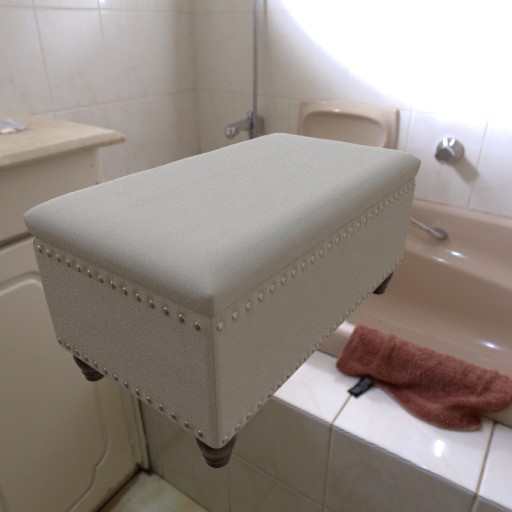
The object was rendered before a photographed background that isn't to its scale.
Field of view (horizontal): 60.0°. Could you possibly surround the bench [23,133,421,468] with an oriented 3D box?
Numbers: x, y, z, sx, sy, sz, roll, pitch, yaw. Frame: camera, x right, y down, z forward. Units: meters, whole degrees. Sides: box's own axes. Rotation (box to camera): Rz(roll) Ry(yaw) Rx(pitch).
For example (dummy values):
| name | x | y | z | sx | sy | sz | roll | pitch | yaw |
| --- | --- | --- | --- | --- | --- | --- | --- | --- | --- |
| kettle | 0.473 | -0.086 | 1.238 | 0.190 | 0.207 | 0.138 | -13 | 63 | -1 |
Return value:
| name | x | y | z | sx | sy | sz | roll | pitch | yaw |
| --- | --- | --- | --- | --- | --- | --- | --- | --- | --- |
| bench | 0.000 | 0.000 | 1.144 | 0.500 | 0.449 | 0.887 | 19 | 33 | 32 |
